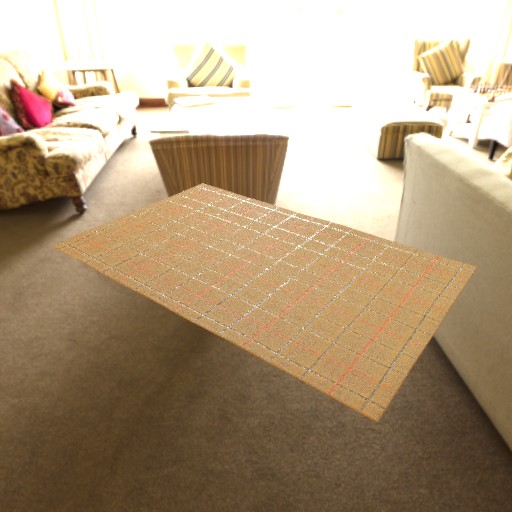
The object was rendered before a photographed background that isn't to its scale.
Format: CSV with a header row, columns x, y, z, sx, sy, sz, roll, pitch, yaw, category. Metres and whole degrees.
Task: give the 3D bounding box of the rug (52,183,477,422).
x,y,z,sx,sy,sz,roll,pitch,yaw,category
0.000,0.000,2.988,2.439,0.015,1.524,21,36,32,rug
